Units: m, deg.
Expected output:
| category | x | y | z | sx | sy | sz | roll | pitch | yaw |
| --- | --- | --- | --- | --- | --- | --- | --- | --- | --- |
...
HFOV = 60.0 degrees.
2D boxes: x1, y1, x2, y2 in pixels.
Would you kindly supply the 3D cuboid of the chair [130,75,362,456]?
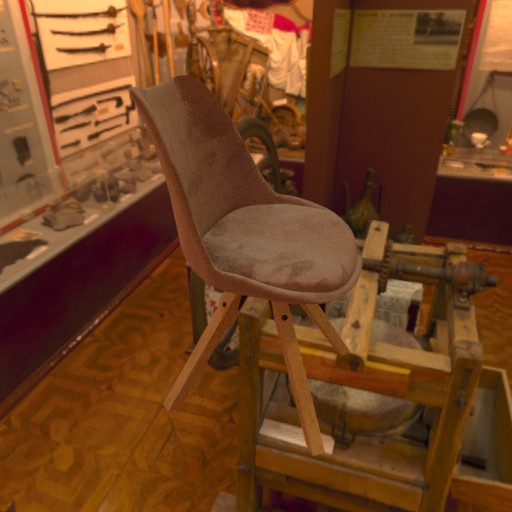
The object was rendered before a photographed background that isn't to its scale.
| category | x | y | z | sx | sy | sz | roll | pitch | yaw |
| --- | --- | --- | --- | --- | --- | --- | --- | --- | --- |
| chair | 0.000 | 0.000 | 1.179 | 0.550 | 0.850 | 0.485 | 10 | 31 | 17 |
